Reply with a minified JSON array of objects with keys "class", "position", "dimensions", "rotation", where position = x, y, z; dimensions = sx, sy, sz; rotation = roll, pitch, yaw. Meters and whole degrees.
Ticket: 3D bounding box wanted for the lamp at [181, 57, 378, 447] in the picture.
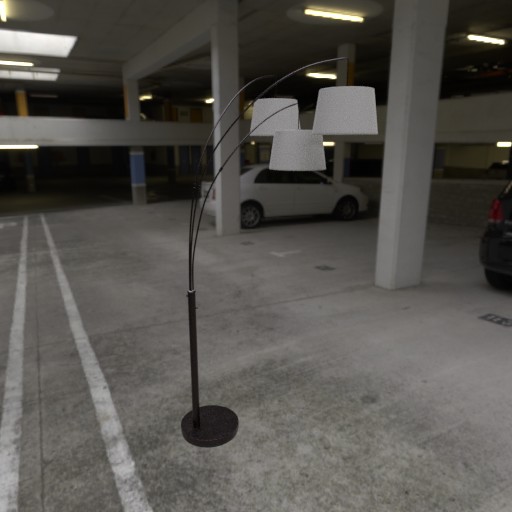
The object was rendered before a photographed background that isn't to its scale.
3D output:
[{"class":"lamp","position":[0.000,0.000,2.414],"dimensions":[0.924,1.950,0.951],"rotation":[-7,16,-26]}]
